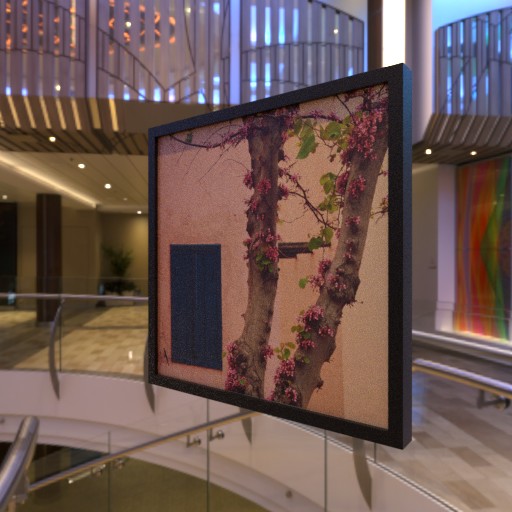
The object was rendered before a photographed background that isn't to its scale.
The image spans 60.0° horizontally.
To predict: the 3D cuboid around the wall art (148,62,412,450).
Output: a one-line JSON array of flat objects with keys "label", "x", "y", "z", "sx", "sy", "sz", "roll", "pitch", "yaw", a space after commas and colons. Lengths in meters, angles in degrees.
[{"label": "wall art", "x": 0.000, "y": 0.000, "z": 0.747, "sx": 0.508, "sy": 0.508, "sz": 0.038, "roll": 0, "pitch": 0, "yaw": 37}]
